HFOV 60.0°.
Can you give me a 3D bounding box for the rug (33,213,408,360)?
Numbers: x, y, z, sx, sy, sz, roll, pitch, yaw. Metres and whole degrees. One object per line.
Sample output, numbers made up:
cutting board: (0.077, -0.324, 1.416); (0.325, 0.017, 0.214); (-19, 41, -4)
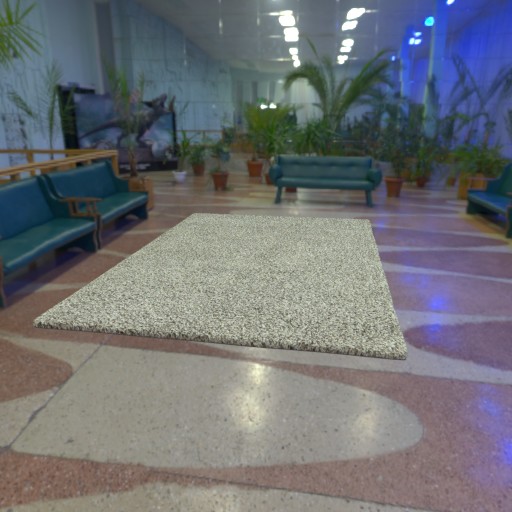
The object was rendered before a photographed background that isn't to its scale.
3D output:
rug: (0.000, 0.000, 2.222); (1.219, 0.030, 1.778); (3, 18, 10)
